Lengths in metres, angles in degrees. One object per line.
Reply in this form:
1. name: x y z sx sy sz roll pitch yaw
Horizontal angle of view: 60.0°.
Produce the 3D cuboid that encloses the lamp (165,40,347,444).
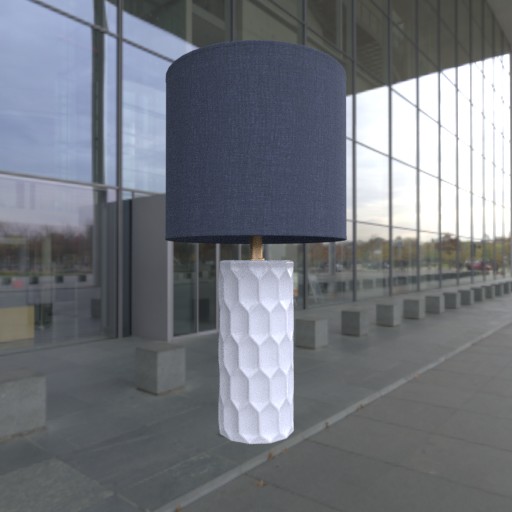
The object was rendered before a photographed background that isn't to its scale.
1. lamp: 0.000 0.000 0.688 0.277 0.537 0.277 0 -1 -35
